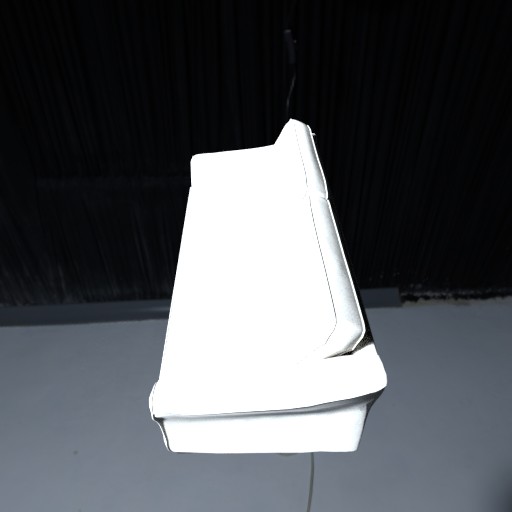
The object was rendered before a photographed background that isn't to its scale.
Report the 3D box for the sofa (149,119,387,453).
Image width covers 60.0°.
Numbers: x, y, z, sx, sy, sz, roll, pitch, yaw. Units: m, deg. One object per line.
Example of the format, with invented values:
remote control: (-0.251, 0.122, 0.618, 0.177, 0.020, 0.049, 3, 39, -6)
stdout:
sofa: (0.000, 0.000, 2.731, 0.980, 0.965, 2.270, -1, 40, -1)
